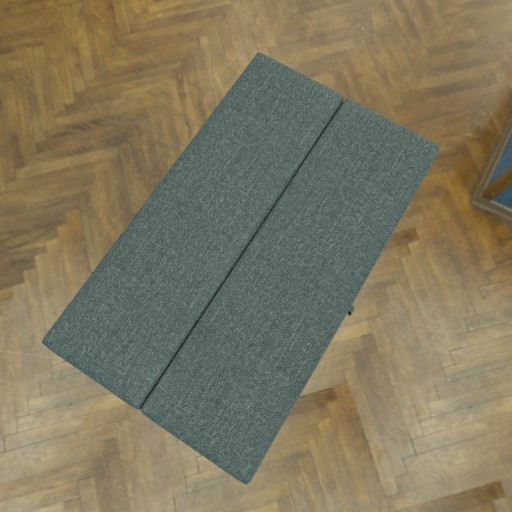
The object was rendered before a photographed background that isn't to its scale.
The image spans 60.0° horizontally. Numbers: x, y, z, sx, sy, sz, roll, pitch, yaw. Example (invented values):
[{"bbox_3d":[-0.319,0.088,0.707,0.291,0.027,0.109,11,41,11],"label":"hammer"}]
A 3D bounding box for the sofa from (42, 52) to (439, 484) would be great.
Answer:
[{"bbox_3d":[0.000,0.000,1.556,0.782,0.417,1.198,31,76,8],"label":"sofa"}]
